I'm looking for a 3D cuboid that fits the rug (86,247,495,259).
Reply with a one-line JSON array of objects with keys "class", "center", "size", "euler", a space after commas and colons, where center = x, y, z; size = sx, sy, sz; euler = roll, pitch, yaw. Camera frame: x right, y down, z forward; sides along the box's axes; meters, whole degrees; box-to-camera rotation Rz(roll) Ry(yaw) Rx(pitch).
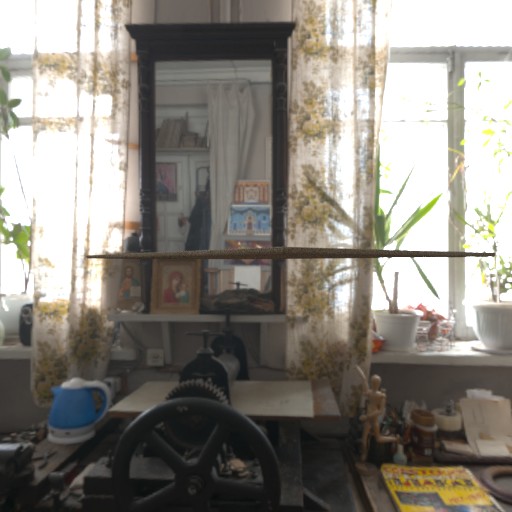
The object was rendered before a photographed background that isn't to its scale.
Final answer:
[{"class": "rug", "center": [0.000, 0.000, 2.904], "size": [1.500, 0.025, 2.346], "euler": [1, -1, -37]}]
